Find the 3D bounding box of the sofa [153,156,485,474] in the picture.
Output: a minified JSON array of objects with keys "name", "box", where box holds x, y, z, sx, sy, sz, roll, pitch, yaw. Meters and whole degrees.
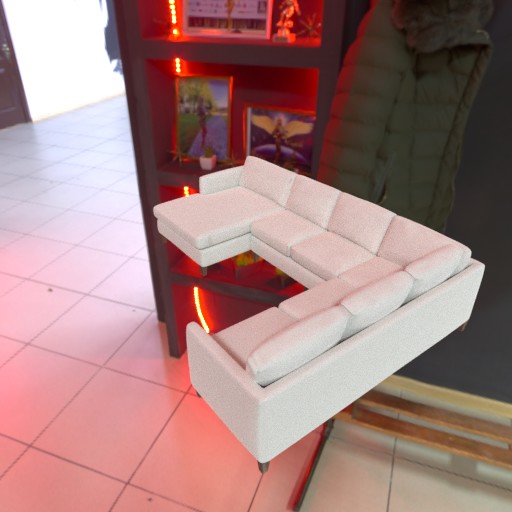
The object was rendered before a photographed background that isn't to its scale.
[{"name":"sofa","box":[0.000,0.000,4.562,2.593,0.956,3.459,-21,37,-31]}]
